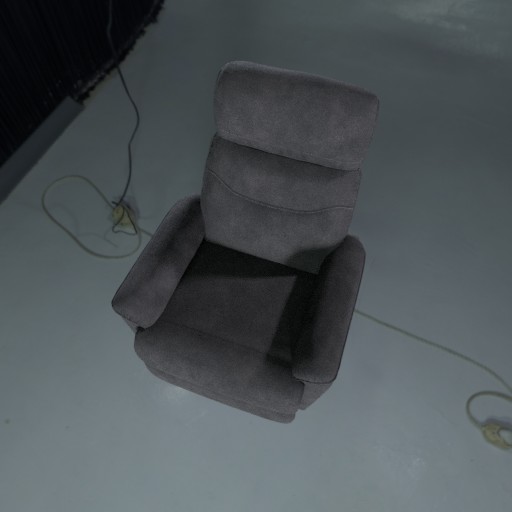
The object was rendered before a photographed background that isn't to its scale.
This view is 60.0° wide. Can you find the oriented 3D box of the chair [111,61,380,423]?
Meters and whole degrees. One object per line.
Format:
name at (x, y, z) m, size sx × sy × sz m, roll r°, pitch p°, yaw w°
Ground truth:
chair at (0.000, 0.000, 1.745) m, size 0.830 × 1.035 × 1.009 m, roll 17°, pitch 60°, yaw 10°
